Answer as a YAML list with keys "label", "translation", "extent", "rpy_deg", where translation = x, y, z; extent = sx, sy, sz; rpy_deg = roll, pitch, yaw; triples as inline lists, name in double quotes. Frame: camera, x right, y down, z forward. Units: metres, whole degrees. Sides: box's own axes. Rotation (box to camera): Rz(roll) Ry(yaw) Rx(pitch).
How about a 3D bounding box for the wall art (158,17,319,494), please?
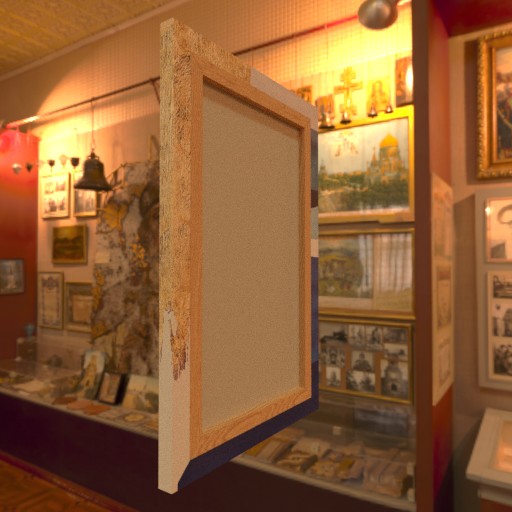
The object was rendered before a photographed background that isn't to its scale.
- label: "wall art"
  translation: [0.000, 0.000, 1.106]
  extent: [0.039, 0.911, 0.607]
  rpy_deg: [-1, -1, 35]
